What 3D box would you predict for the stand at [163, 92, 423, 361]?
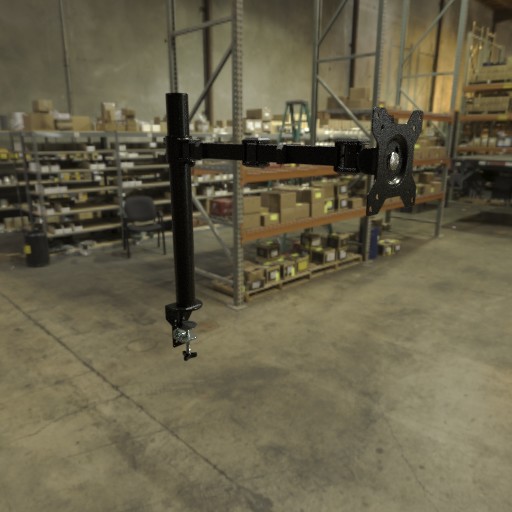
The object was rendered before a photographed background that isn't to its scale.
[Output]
[{"bbox_3d":[0.000,0.000,0.706,0.456,0.510,0.115,15,21,43],"label":"stand"}]
